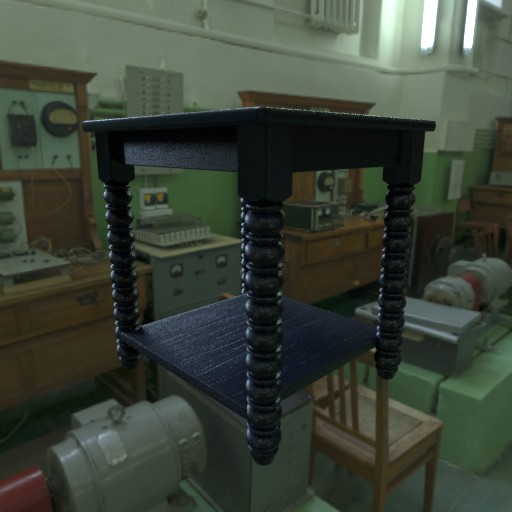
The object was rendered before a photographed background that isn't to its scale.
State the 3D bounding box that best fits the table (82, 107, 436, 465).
[{"bbox_3d":[0.000,0.000,0.973,0.500,0.567,0.533,-13,19,-42],"label":"table"}]
